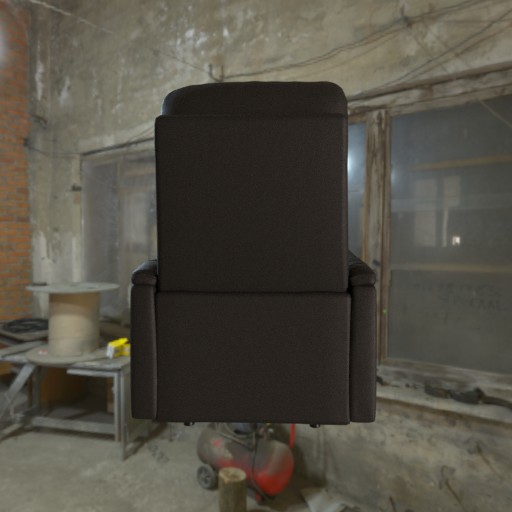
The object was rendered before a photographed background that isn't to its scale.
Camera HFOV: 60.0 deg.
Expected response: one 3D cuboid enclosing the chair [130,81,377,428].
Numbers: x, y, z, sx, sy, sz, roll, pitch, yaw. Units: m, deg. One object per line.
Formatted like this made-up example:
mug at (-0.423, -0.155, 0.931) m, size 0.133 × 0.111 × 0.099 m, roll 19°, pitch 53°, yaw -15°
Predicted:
chair at (0.000, 0.000, 1.654) m, size 0.775 × 1.082 × 0.831 m, roll 0°, pitch 1°, yaw 2°
